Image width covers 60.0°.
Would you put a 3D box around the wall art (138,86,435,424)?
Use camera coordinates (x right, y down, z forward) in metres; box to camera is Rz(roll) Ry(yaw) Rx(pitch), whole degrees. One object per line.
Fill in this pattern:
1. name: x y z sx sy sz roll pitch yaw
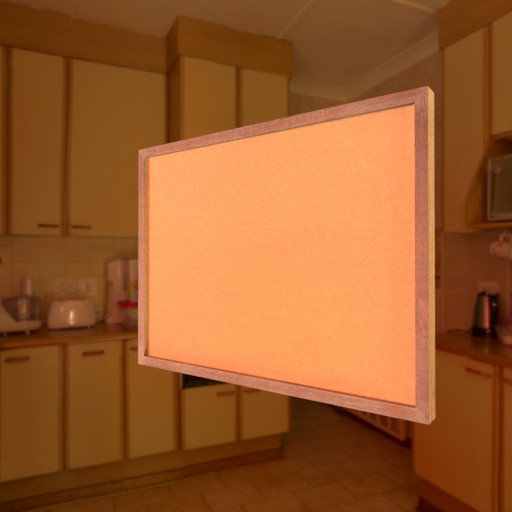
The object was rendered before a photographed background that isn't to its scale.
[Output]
1. wall art: 0.000 0.000 1.735 1.320 1.009 0.070 0 -1 36
